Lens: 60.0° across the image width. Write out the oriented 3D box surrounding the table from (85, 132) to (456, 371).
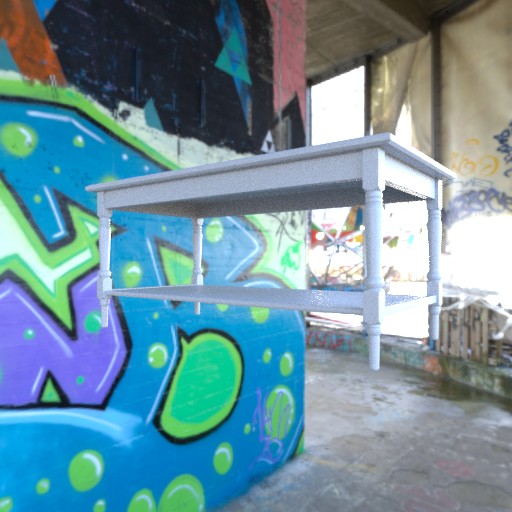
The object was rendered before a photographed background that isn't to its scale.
[{"bbox_3d":[0.000,0.000,1.460,1.109,0.506,0.551,0,-1,37],"label":"table"}]
